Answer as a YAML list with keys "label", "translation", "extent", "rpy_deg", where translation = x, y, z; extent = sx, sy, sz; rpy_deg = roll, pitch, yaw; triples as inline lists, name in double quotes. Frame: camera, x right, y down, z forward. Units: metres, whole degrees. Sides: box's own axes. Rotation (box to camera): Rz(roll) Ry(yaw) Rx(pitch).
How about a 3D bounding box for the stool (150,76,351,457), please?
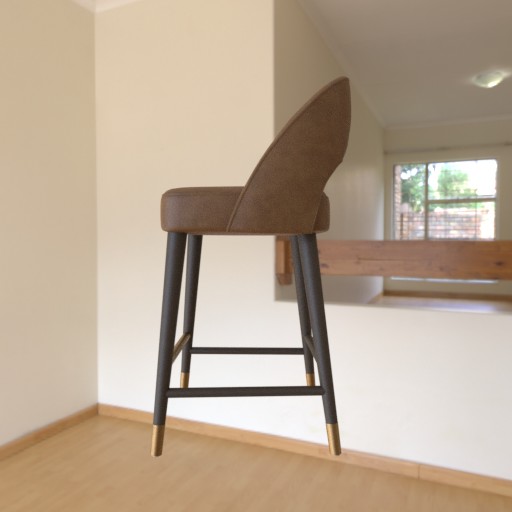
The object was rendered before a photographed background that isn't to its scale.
- label: "stool"
  translation: [0.000, 0.000, 1.260]
  extent: [0.509, 0.940, 0.494]
  rpy_deg: [0, 2, 0]
